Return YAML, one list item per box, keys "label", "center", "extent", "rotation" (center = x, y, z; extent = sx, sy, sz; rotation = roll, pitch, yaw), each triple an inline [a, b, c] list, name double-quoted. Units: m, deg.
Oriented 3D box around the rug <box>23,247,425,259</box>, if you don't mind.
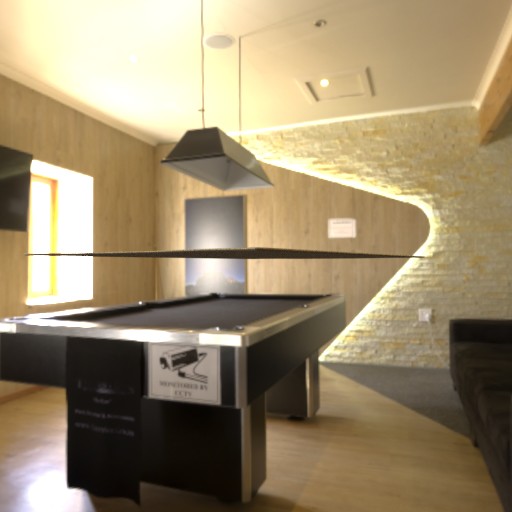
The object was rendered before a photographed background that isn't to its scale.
- label: "rug"
  center: [0.000, 0.000, 5.119]
  extent: [2.782, 0.025, 3.935]
  rotation: [-1, -1, 35]
